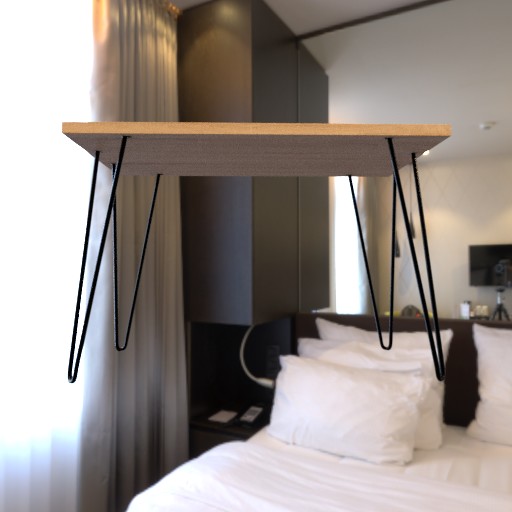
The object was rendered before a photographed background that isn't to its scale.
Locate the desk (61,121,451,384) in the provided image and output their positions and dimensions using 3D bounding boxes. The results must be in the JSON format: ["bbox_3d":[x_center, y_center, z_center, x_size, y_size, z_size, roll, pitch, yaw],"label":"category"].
[{"bbox_3d":[0.000,0.000,1.366,0.991,0.660,0.499,0,-2,-1],"label":"desk"}]
